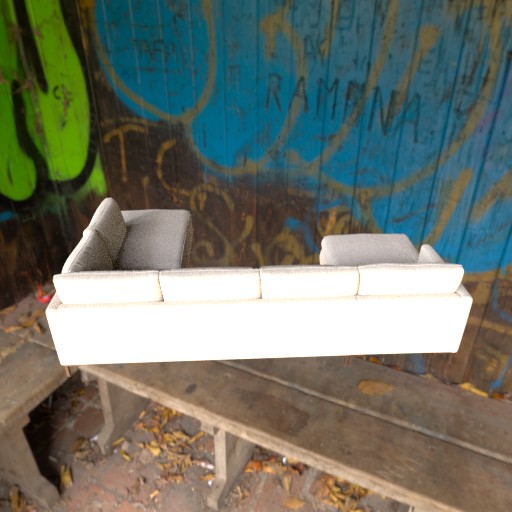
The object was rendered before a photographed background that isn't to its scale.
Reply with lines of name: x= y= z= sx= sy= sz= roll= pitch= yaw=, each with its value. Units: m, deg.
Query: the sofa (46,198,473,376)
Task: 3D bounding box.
sofa: x=0.000 y=0.000 z=3.653 sx=2.737 sy=0.756 sz=1.879 roll=-1 pitch=30 yaw=-2
